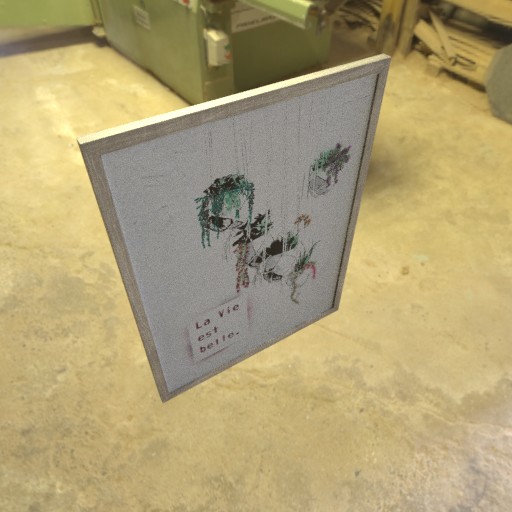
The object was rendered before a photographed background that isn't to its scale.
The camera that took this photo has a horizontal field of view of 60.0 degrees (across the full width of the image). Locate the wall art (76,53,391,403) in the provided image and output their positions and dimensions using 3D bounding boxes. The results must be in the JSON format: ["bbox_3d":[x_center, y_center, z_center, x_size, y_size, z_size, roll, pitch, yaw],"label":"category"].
[{"bbox_3d":[0.000,0.000,1.335,0.781,1.022,0.035,-24,50,-22],"label":"wall art"}]
